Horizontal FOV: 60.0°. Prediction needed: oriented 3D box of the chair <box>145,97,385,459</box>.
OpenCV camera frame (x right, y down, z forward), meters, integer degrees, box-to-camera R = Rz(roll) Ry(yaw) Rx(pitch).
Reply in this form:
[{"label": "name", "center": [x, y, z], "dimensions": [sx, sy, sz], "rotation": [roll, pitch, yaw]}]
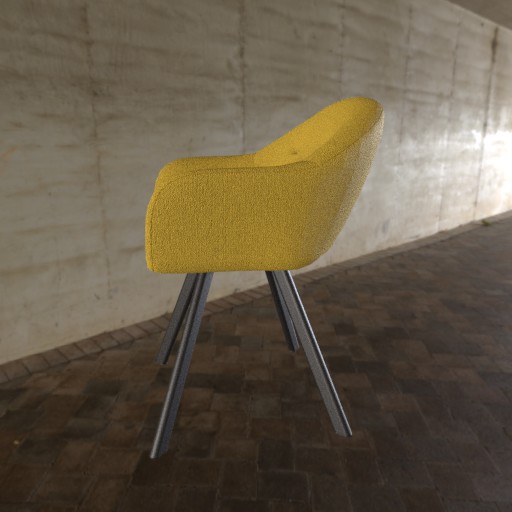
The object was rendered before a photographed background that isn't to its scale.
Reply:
[{"label": "chair", "center": [0.000, 0.000, 1.137], "dimensions": [0.565, 0.775, 0.545], "rotation": [-3, 15, -10]}]
